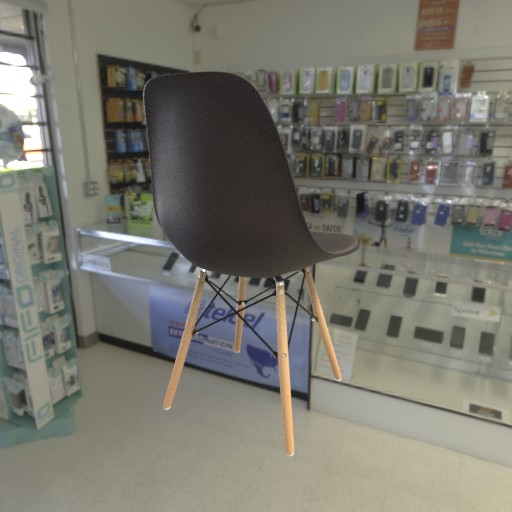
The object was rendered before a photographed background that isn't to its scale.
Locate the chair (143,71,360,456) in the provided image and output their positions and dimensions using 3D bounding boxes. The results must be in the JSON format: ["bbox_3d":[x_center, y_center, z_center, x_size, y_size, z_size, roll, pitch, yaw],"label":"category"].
[{"bbox_3d":[0.000,0.000,1.138,0.470,0.825,0.533,9,18,28],"label":"chair"}]
